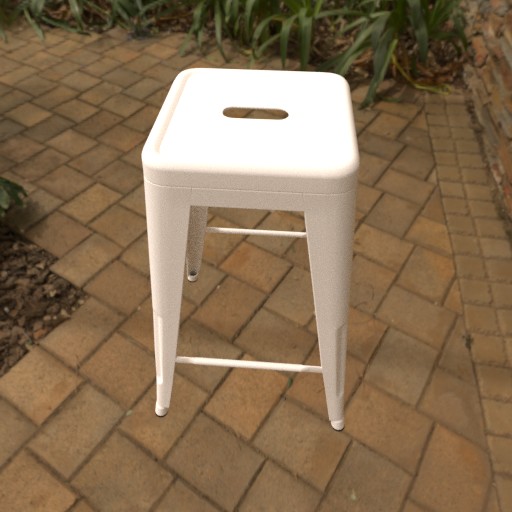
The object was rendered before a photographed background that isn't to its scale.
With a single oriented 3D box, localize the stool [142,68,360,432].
[{"bbox_3d":[0.000,0.000,0.856,0.406,0.610,0.406,3,47,3],"label":"stool"}]
